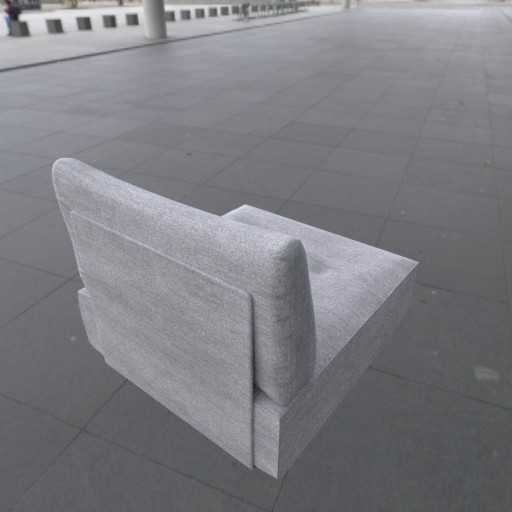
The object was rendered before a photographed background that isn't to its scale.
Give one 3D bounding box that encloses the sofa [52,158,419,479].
[{"bbox_3d":[0.000,0.000,1.678,0.930,0.820,1.000,22,38,32],"label":"sofa"}]
